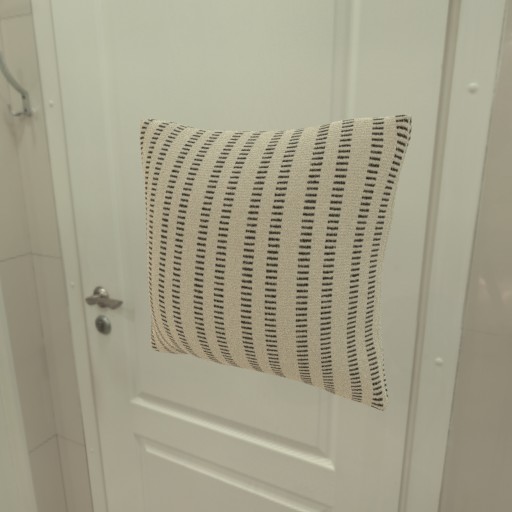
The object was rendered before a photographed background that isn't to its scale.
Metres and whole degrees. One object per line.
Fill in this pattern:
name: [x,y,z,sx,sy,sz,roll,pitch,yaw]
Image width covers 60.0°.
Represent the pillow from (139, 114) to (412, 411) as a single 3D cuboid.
pillow: [0.000,0.000,0.696,0.438,0.419,0.247,8,17,26]
